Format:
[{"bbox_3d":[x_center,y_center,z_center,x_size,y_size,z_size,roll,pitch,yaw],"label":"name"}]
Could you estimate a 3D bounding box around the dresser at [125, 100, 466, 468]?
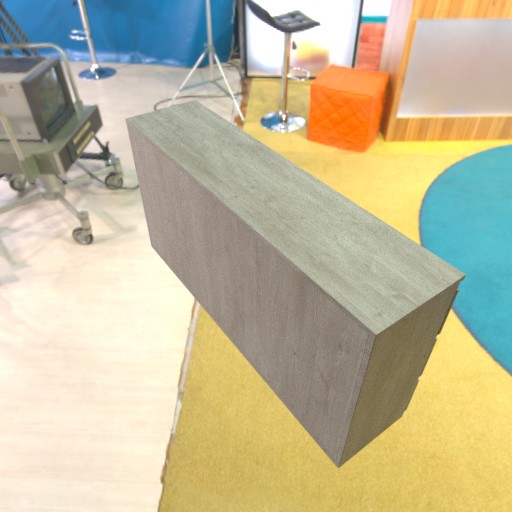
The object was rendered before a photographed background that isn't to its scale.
[{"bbox_3d":[0.000,0.000,1.964,0.390,0.795,1.590,-26,48,-26],"label":"dresser"}]
